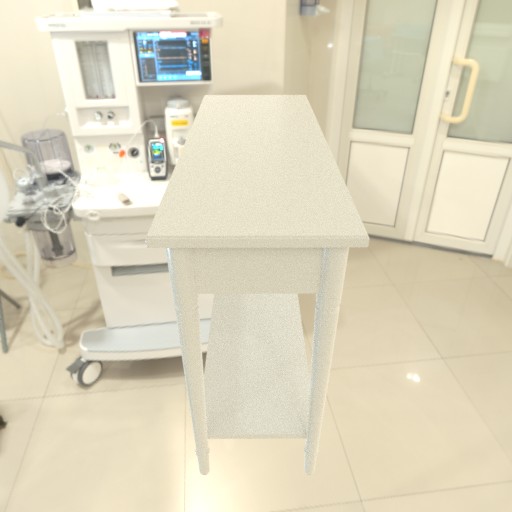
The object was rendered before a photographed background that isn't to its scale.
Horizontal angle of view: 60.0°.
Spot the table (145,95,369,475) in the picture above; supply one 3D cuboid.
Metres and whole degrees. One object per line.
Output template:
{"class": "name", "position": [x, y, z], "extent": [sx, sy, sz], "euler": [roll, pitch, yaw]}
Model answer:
{"class": "table", "position": [0.000, 0.000, 1.401], "extent": [0.381, 0.749, 1.067], "euler": [0, 32, 0]}
